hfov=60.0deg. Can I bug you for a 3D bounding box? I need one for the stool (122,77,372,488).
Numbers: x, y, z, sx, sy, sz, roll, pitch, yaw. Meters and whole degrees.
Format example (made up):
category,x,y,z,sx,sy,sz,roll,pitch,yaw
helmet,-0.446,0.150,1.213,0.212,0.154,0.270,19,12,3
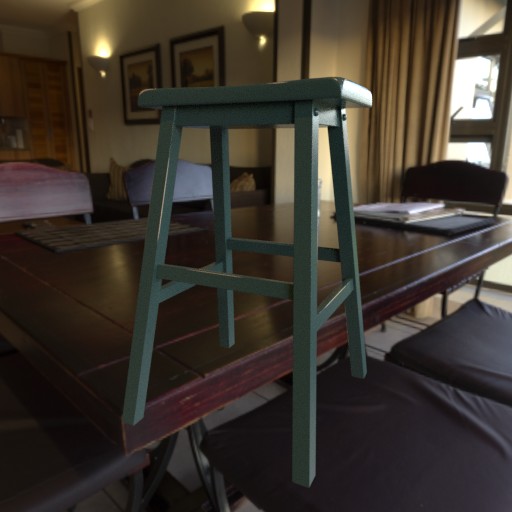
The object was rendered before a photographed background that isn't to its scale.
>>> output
category,x,y,z,sx,sy,sz,roll,pitch,yaw
stool,0.000,0.000,1.042,0.457,0.737,0.476,7,16,25
